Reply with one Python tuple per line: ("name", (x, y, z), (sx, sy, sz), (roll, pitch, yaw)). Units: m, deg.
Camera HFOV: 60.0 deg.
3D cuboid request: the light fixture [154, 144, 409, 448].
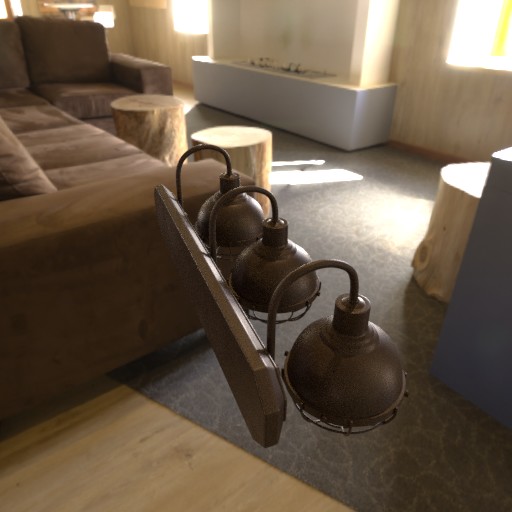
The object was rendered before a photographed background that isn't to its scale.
("light fixture", (0.000, 0.000, 0.746), (0.229, 0.254, 0.634), (-11, 32, -18))
